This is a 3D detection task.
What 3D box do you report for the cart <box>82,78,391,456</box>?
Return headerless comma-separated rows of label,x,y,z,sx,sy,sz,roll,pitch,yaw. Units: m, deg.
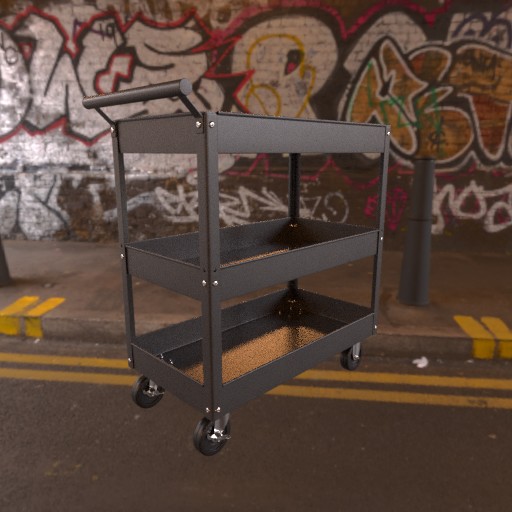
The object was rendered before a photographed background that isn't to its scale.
cart,0.000,0.000,1.184,0.719,0.780,0.366,-13,18,-43
